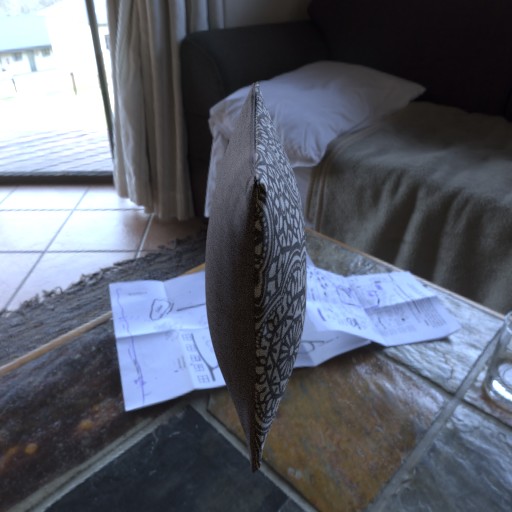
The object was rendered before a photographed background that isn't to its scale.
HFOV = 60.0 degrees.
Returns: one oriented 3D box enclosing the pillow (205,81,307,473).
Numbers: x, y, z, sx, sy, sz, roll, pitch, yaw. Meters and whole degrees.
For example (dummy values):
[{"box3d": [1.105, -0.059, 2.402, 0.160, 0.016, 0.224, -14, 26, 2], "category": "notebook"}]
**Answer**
[{"box3d": [0.000, 0.000, 0.662, 0.148, 0.417, 0.436, 0, 32, 0], "category": "pillow"}]
